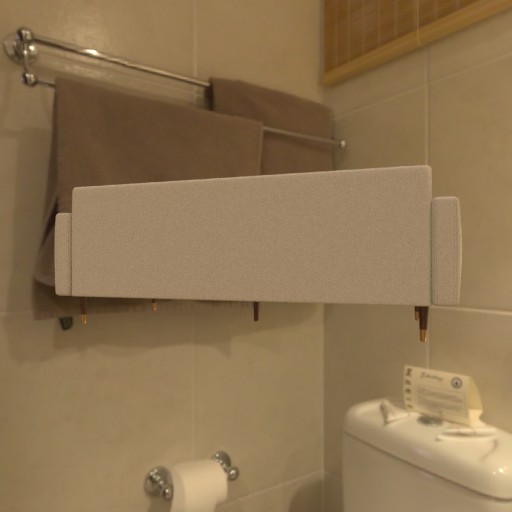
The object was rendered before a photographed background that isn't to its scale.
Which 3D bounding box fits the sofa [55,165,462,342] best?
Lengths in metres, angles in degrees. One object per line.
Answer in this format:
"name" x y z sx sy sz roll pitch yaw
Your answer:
"sofa" 0.000 0.000 2.770 2.291 0.821 0.990 0 -1 18
